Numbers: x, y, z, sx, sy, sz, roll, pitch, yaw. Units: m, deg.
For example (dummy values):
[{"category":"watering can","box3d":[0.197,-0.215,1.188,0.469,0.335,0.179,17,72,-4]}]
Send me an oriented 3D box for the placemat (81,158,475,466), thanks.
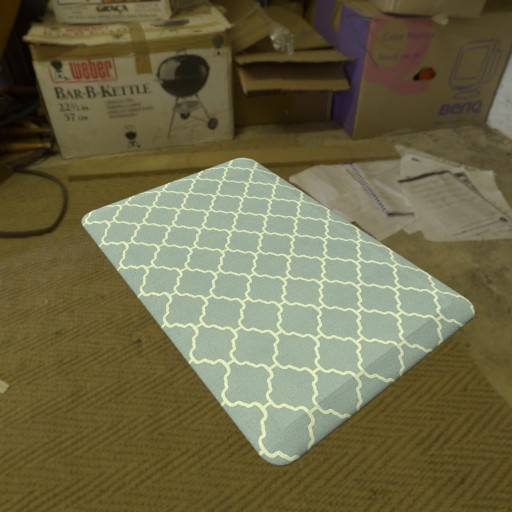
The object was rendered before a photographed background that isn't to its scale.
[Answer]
[{"category":"placemat","box3d":[0.000,0.000,0.951,0.508,0.021,0.762,-27,47,-27]}]
